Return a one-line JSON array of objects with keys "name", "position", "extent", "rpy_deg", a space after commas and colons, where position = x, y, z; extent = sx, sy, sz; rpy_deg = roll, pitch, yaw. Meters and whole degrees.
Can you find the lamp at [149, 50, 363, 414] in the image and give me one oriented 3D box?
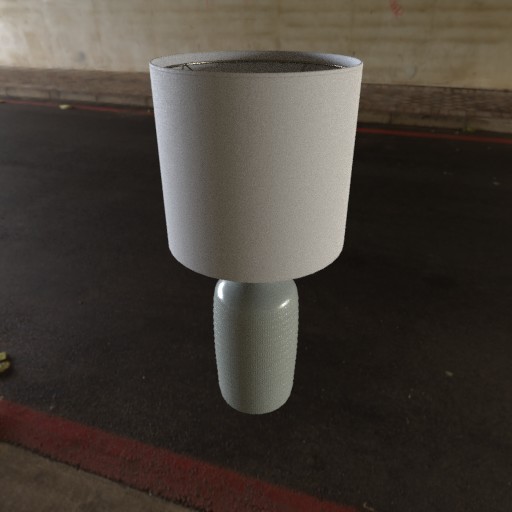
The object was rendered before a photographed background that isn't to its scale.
[{"name": "lamp", "position": [0.000, 0.000, 0.583], "extent": [0.220, 0.475, 0.220], "rpy_deg": [-22, 36, -33]}]
